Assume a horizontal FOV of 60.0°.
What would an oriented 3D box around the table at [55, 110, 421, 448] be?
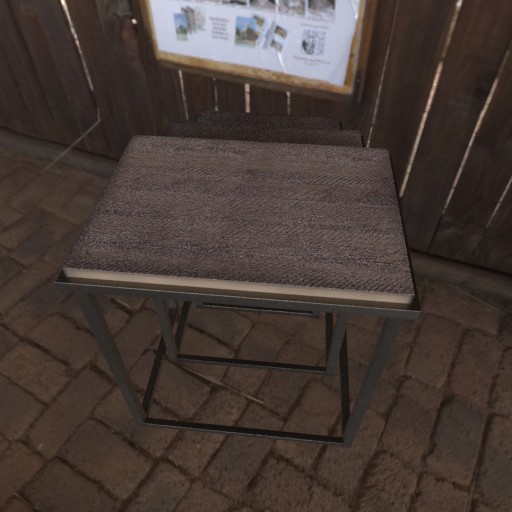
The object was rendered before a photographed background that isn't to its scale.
[{"bbox_3d":[0.000,0.000,1.116,0.559,0.610,0.706,4,47,4],"label":"table"}]
